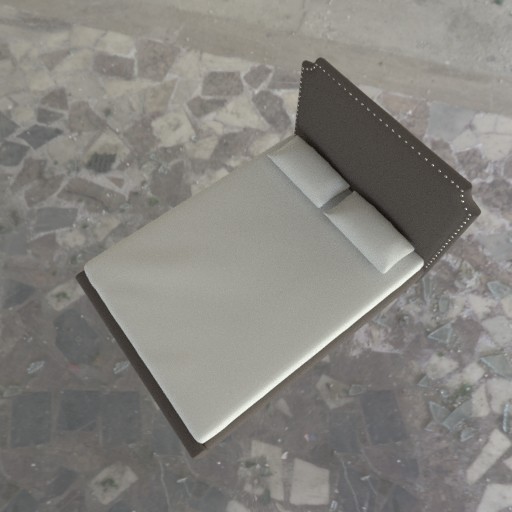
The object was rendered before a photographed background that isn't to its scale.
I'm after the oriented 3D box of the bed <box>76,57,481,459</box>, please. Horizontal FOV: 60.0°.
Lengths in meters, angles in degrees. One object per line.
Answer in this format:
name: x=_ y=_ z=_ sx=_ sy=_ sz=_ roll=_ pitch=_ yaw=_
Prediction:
bed: x=0.000 y=0.000 z=3.323 sx=2.372 sy=1.443 sz=1.713 roll=-35 pitch=69 yaw=-15
